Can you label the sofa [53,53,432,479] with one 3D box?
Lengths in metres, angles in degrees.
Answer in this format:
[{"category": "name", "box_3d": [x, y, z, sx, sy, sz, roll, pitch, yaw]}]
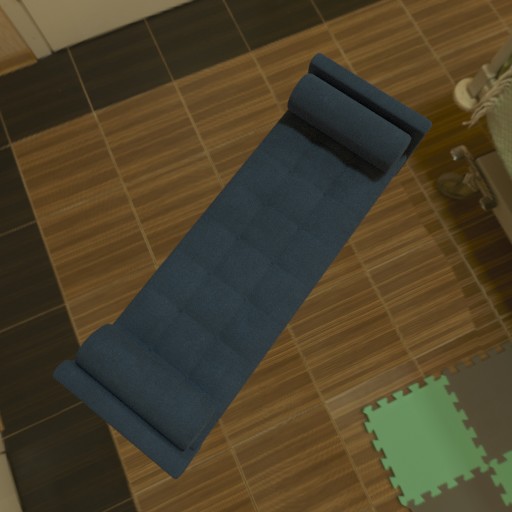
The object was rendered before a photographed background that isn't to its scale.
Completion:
[{"category": "sofa", "box_3d": [0.000, 0.000, 2.289, 0.686, 0.635, 1.981, 36, 78, 8]}]
